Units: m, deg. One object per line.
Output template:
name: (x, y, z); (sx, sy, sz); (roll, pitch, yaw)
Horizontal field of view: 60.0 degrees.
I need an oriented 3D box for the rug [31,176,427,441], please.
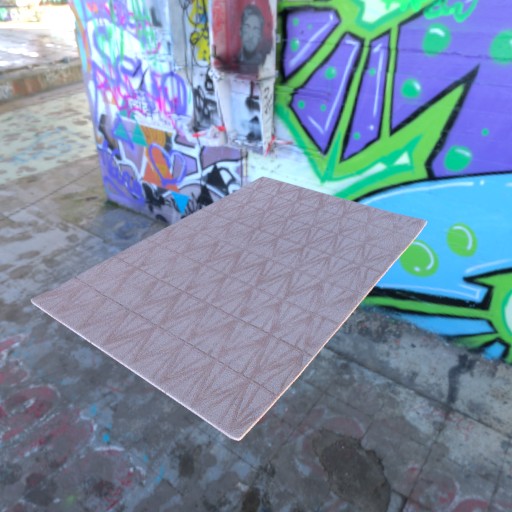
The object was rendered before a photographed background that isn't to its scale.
rug: (0.000, 0.000, 2.342); (1.230, 0.025, 1.837); (22, 38, 30)
